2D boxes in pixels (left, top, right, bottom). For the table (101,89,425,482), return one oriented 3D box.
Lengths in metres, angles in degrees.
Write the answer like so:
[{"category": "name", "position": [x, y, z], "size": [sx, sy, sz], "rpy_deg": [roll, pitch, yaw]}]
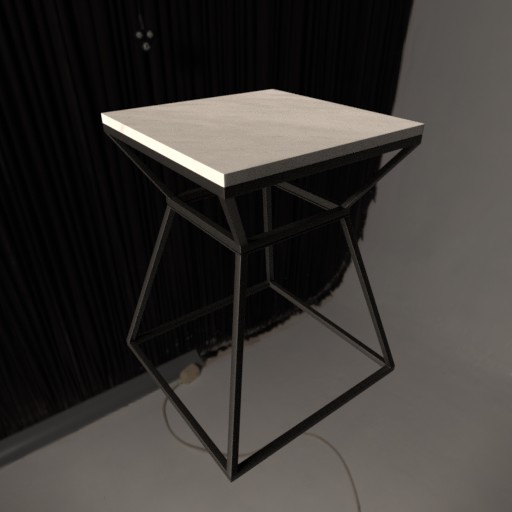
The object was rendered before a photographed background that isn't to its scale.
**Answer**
[{"category": "table", "position": [0.000, 0.000, 0.917], "size": [0.455, 0.559, 0.455], "rpy_deg": [-21, 36, -31]}]
